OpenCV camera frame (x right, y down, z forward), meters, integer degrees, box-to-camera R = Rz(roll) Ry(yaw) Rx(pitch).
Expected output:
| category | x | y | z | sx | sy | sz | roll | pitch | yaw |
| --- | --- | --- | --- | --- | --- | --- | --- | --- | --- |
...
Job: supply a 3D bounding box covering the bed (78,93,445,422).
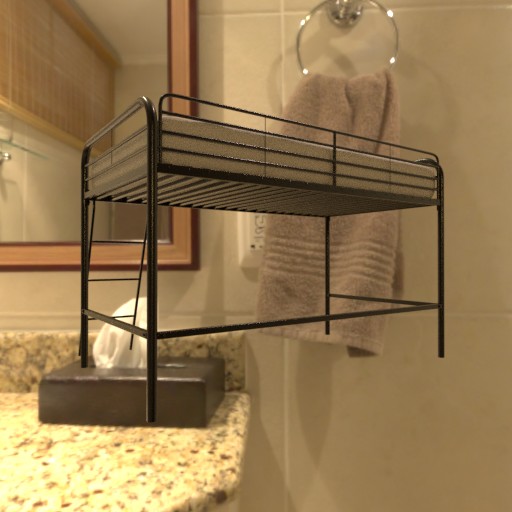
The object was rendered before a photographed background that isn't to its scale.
| category | x | y | z | sx | sy | sz | roll | pitch | yaw |
| --- | --- | --- | --- | --- | --- | --- | --- | --- | --- |
| bed | 0.000 | 0.000 | 2.822 | 1.968 | 1.289 | 1.393 | 0 | 0 | -35 |
